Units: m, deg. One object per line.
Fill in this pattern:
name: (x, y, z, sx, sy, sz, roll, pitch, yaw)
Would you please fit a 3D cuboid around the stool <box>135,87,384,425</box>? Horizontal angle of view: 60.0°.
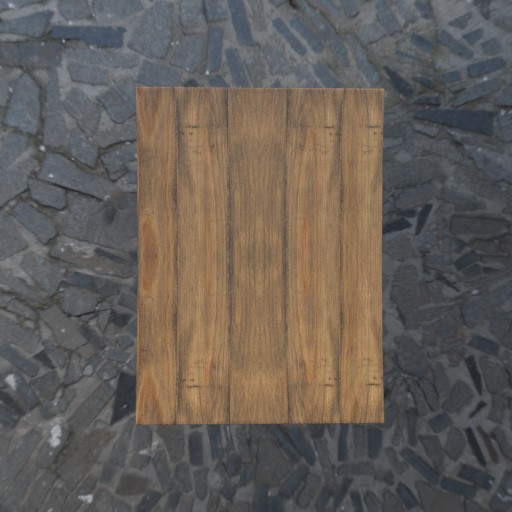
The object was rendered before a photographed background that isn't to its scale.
stool: (0.000, 0.000, 0.929, 0.405, 0.625, 0.486, 0, 90, -1)
